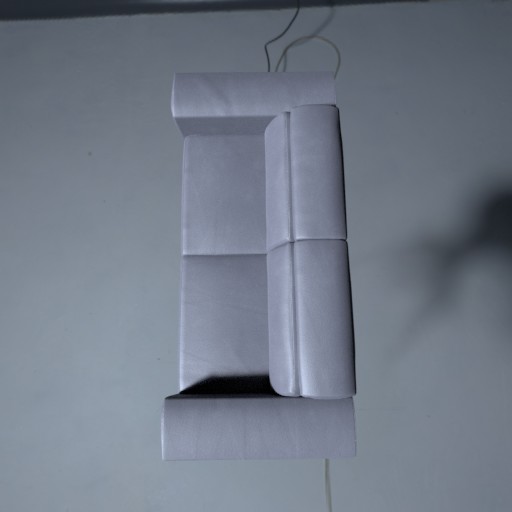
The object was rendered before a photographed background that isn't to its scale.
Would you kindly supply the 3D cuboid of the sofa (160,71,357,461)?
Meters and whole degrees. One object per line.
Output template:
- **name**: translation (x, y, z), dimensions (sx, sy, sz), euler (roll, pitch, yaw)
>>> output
- **sofa**: translation (0.000, 0.000, 2.810), dimensions (1.048, 0.814, 2.330), euler (-1, 77, 0)
